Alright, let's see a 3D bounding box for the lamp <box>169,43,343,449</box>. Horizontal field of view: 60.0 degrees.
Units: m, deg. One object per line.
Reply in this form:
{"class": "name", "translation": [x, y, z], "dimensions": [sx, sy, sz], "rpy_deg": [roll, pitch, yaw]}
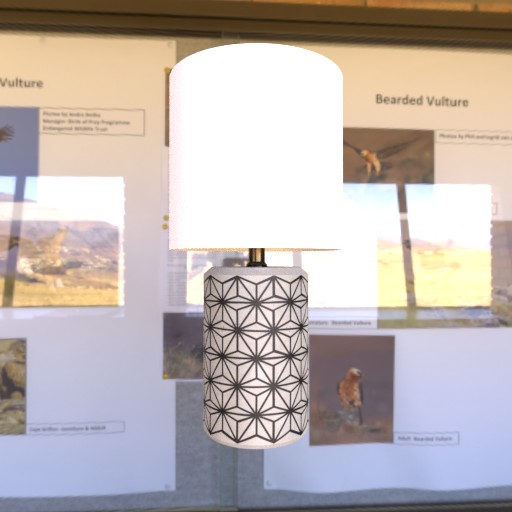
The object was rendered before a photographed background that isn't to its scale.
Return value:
{"class": "lamp", "translation": [0.000, 0.000, 0.536], "dimensions": [0.206, 0.416, 0.206], "rpy_deg": [0, -1, -36]}
